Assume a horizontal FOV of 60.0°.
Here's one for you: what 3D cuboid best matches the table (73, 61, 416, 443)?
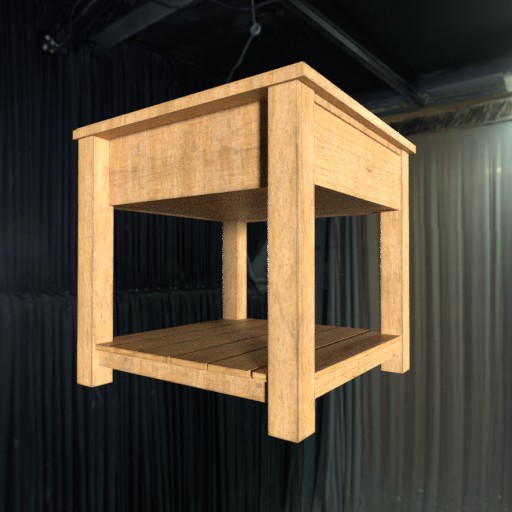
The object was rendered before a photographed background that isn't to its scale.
[{"bbox_3d":[0.000,0.000,1.105,0.616,0.593,0.612,-1,-1,35],"label":"table"}]
